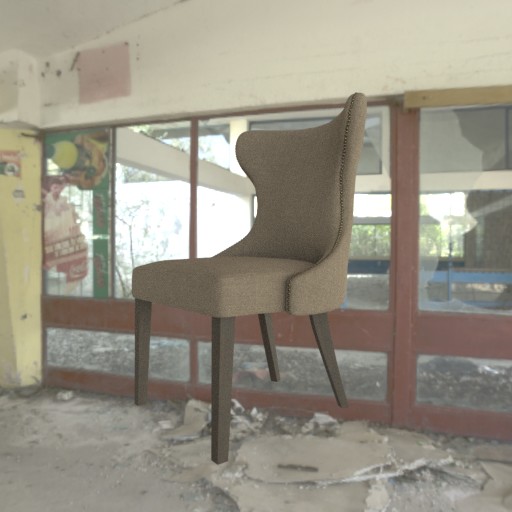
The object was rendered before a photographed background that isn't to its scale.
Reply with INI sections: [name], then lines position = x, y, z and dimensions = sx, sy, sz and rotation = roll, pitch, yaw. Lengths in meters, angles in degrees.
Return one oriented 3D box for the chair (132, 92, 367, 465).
[chair]
position = 0.000, 0.000, 1.421
dimensions = 0.635, 0.967, 0.628
rotation = -1, 1, -37
